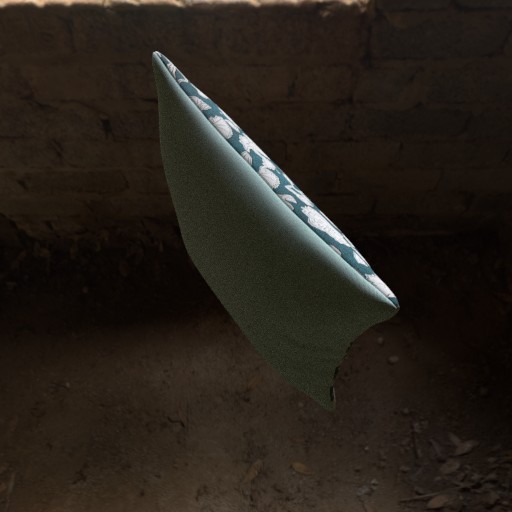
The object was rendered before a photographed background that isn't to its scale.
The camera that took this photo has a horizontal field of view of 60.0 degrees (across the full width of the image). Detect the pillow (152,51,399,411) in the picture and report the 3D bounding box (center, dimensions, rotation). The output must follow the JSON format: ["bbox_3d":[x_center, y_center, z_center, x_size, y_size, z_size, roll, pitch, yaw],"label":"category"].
[{"bbox_3d":[0.000,0.000,0.782,0.166,0.508,0.525,-31,64,-17],"label":"pillow"}]
